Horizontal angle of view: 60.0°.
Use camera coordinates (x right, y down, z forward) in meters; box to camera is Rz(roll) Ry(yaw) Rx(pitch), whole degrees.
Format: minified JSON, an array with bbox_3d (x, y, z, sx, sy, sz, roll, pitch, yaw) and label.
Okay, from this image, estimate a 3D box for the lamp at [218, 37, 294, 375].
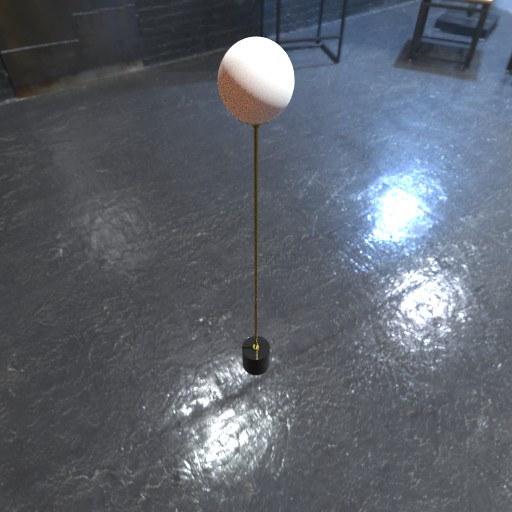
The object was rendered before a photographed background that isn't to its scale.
[{"bbox_3d":[0.000,0.000,1.871,0.229,1.748,0.229,-23,50,-21],"label":"lamp"}]
